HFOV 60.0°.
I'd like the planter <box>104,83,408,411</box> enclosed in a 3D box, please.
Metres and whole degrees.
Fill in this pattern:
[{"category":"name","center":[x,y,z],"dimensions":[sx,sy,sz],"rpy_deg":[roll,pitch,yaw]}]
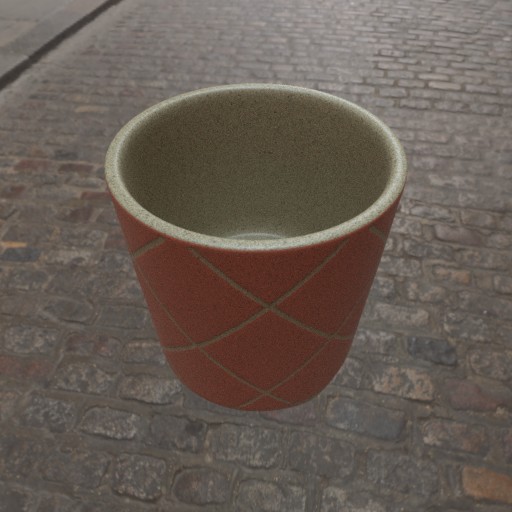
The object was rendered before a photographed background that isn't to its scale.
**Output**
[{"category":"planter","center":[0.000,0.000,0.355],"dimensions":[0.191,0.200,0.191],"rpy_deg":[0,45,0]}]
